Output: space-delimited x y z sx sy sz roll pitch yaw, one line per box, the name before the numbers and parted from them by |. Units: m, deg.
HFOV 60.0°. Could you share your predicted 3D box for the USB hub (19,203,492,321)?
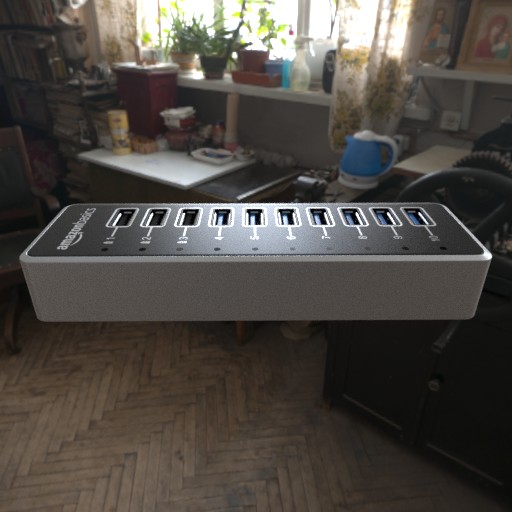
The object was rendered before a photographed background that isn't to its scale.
USB hub | 0.000 0.000 0.157 0.145 0.023 0.044 0 30 0
